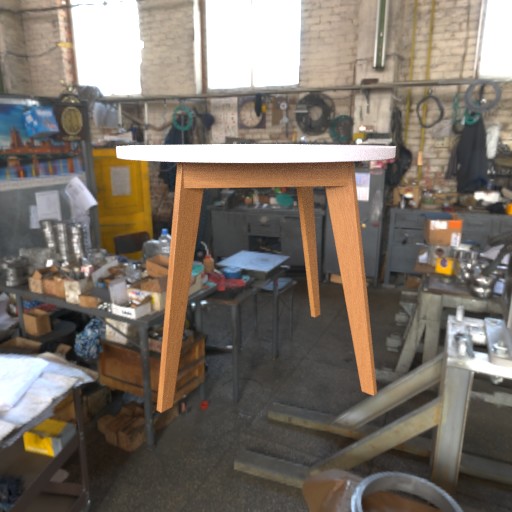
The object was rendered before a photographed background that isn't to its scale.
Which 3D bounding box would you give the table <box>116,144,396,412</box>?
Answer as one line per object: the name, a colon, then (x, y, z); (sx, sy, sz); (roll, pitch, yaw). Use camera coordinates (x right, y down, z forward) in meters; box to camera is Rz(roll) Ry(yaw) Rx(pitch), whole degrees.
table: (0.000, 0.000, 1.581); (0.896, 0.762, 0.896); (0, 15, 0)
